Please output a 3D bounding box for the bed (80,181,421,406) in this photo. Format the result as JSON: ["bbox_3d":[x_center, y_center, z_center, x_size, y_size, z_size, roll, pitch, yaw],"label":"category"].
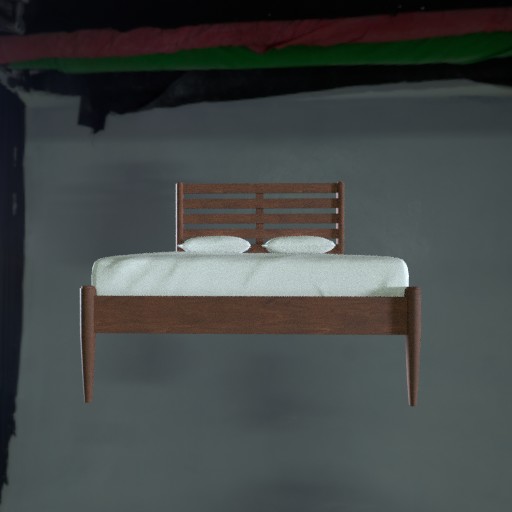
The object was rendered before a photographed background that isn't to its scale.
[{"bbox_3d":[0.000,0.000,2.973,1.509,1.304,2.093,0,0,2],"label":"bed"}]
